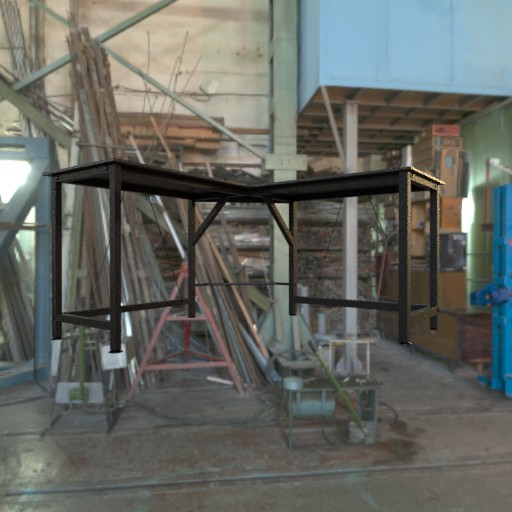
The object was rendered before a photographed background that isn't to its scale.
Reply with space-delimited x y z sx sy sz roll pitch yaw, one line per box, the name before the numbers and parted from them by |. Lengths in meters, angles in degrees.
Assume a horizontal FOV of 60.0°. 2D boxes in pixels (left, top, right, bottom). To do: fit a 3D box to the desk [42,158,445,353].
desk | 0.000 0.000 2.168 1.400 0.762 1.400 0 0 37
